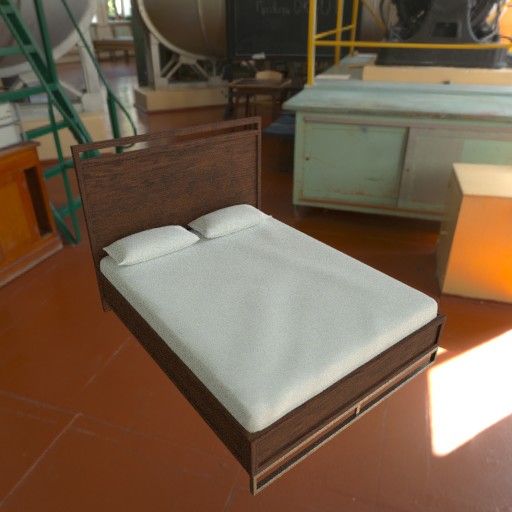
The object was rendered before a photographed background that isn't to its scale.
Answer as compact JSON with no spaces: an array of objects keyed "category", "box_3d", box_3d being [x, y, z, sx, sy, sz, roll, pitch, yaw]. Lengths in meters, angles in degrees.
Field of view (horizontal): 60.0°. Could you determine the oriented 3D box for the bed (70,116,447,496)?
[{"category":"bed","box_3d":[0.000,0.000,3.336,1.765,1.487,2.218,-20,35,-32]}]
